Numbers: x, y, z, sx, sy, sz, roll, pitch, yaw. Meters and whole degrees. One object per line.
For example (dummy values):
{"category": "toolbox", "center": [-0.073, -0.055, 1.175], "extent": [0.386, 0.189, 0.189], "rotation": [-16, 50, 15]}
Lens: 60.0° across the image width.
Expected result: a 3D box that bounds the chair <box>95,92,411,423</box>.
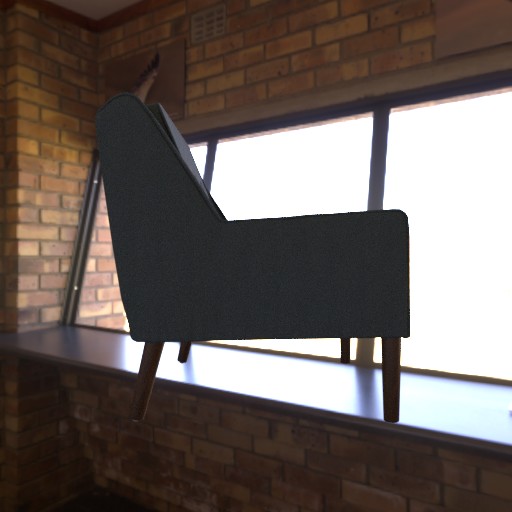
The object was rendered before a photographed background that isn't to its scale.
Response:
{"category": "chair", "center": [0.000, 0.000, 1.324], "extent": [0.733, 0.780, 0.663], "rotation": [0, -1, 1]}
